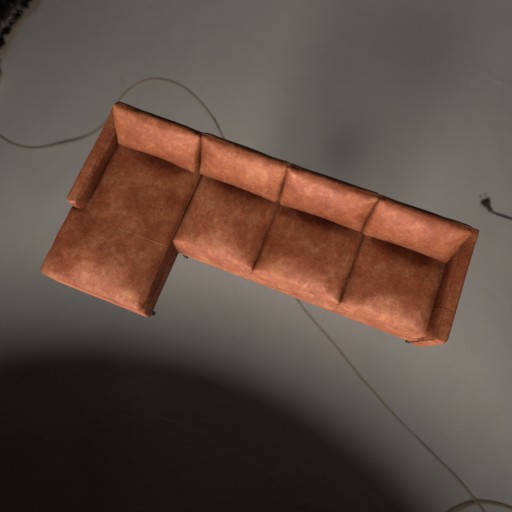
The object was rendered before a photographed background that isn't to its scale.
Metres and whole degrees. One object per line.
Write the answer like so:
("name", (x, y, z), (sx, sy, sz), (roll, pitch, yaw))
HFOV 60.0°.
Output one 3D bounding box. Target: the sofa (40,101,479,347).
("sofa", (0.000, 0.000, 3.447), (2.993, 0.859, 1.471), (21, 76, 5))
